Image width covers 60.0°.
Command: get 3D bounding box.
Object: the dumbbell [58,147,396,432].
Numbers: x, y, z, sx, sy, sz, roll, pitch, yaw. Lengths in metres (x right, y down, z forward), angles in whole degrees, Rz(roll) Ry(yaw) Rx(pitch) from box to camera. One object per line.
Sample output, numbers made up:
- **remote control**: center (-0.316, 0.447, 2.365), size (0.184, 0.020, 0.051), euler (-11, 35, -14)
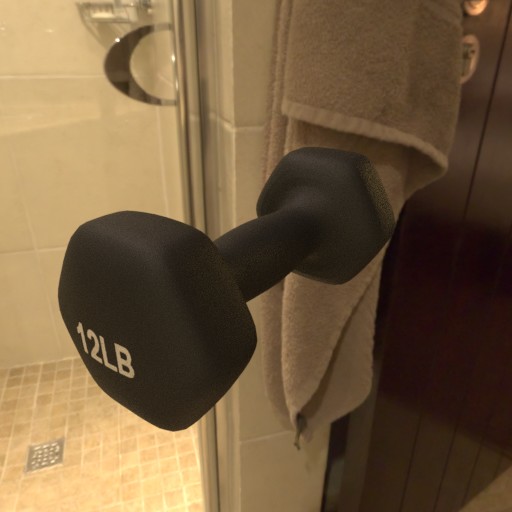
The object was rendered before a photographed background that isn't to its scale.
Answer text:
- **dumbbell**: center (0.000, 0.000, 0.282), size (0.112, 0.101, 0.231), euler (18, 31, 32)
